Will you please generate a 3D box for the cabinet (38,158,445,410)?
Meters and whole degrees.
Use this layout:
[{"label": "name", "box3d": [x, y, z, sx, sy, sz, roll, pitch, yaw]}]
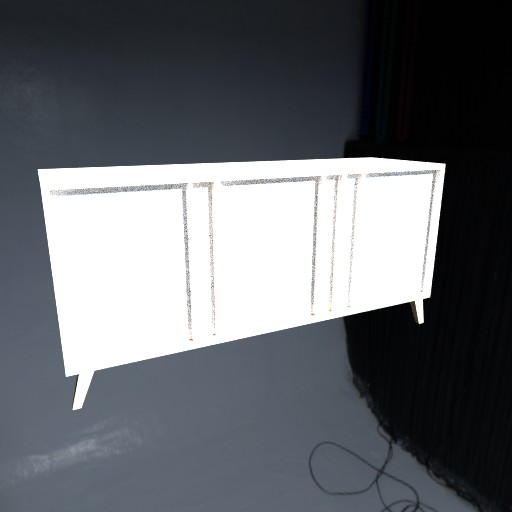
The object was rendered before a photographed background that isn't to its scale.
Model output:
[{"label": "cabinet", "box3d": [0.000, 0.000, 1.969, 1.649, 0.780, 0.500, -8, 18, -25]}]
